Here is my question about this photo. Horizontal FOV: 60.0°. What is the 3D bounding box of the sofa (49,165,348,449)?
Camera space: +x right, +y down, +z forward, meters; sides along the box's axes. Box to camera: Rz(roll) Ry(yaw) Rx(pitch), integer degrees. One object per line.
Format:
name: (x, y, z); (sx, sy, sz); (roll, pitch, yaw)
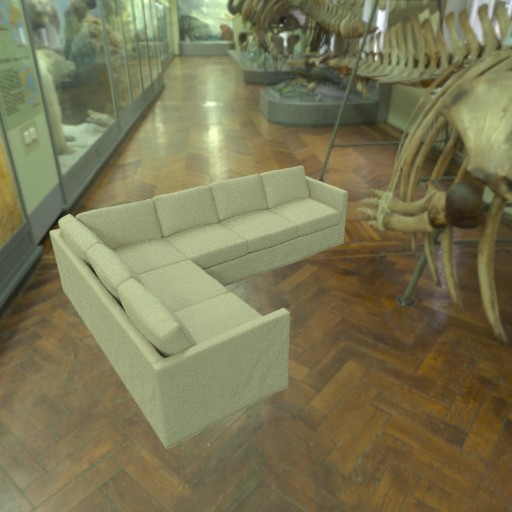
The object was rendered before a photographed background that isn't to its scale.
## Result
sofa: (0.000, 0.000, 4.334); (3.182, 0.871, 2.432); (-19, 33, -32)
